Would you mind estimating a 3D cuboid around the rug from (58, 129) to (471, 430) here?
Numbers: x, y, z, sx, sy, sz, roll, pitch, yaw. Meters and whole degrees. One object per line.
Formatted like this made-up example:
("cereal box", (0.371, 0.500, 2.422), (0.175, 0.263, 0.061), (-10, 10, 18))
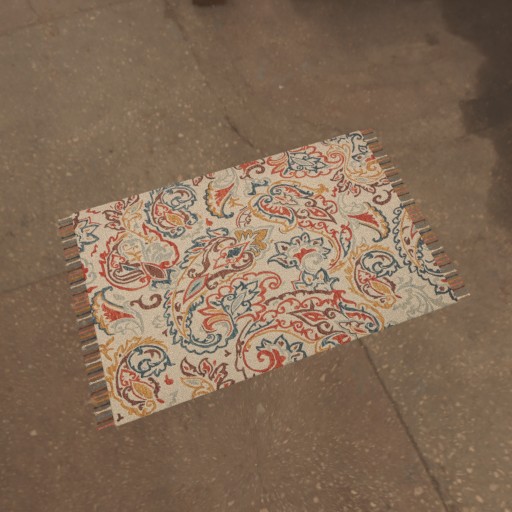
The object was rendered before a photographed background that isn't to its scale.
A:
("rug", (0.000, 0.000, 2.443), (1.997, 0.010, 1.218), (-18, 66, -8))
